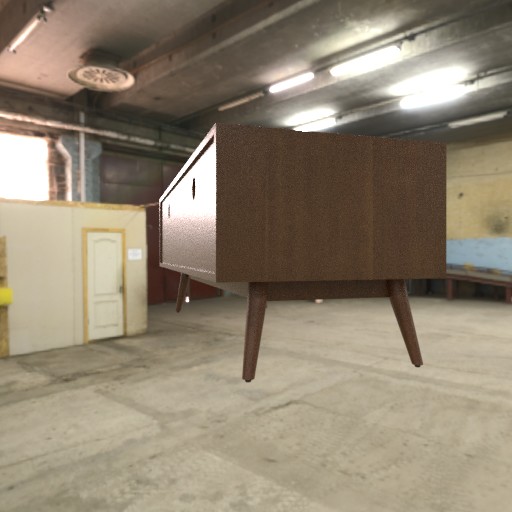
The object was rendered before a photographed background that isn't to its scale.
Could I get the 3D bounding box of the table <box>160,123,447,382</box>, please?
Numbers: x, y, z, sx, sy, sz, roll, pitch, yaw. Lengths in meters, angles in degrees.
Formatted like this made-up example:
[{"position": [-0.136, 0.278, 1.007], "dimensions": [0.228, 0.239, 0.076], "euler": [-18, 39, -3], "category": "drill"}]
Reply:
[{"position": [0.000, 0.000, 1.372], "dimensions": [0.490, 0.464, 1.119], "euler": [0, 0, -17], "category": "table"}]
